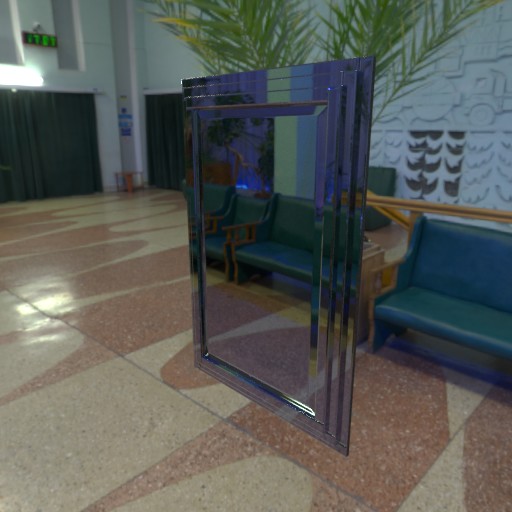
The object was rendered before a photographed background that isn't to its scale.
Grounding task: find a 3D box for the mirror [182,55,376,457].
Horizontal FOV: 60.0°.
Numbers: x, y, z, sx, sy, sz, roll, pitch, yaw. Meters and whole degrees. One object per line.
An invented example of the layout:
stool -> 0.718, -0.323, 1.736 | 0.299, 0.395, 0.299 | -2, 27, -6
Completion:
mirror -> 0.000, 0.000, 1.170 | 0.613, 0.914, 0.039 | 15, 22, 43
